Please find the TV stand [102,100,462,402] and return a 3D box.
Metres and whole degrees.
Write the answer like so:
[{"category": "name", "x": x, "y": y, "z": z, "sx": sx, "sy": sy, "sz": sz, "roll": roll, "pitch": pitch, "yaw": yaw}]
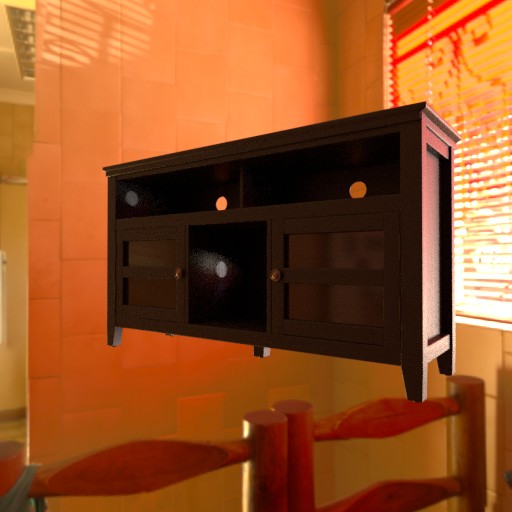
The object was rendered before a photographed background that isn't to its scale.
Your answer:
[{"category": "TV stand", "x": 0.000, "y": 0.000, "z": 1.470, "sx": 1.198, "sy": 0.681, "sz": 0.347, "roll": -1, "pitch": -1, "yaw": 36}]
